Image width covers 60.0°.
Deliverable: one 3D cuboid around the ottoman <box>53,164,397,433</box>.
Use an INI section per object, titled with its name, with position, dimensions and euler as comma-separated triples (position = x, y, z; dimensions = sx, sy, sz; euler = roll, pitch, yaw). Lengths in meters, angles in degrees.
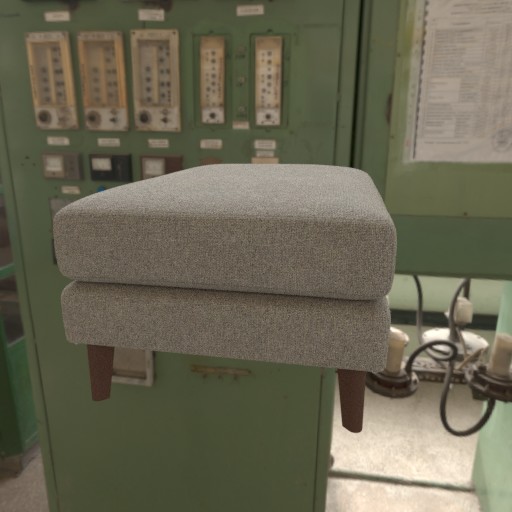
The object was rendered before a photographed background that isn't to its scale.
[ottoman]
position = 0.000, 0.000, 1.164
dimensions = 0.611, 0.441, 0.821
euler = 3, 17, 10
